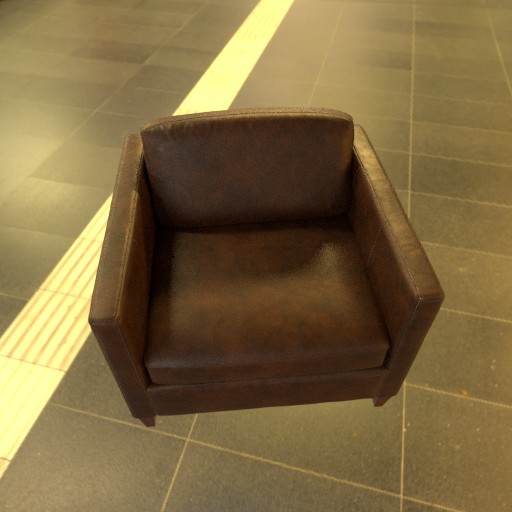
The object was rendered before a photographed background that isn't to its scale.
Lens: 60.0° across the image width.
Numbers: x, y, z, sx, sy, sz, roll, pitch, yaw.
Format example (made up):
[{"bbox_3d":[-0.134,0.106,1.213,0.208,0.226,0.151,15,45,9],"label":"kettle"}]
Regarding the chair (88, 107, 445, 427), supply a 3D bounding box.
[{"bbox_3d":[0.000,0.000,1.709,0.990,0.864,0.975,-4,46,-4],"label":"chair"}]
